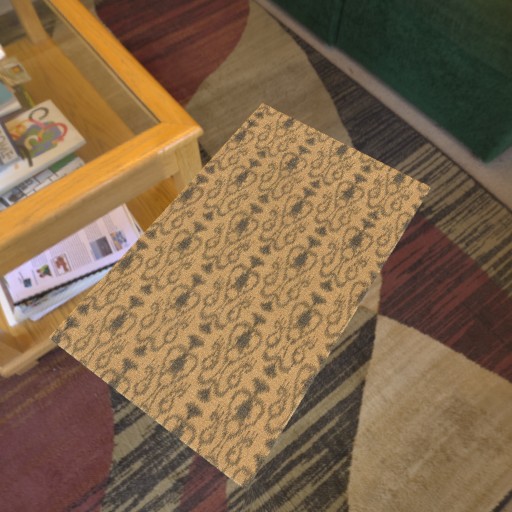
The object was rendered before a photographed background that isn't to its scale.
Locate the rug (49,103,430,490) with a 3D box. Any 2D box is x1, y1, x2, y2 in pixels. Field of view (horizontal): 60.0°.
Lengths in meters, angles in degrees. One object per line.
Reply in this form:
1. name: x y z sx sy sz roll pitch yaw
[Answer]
1. rug: 0.000 0.000 2.081 1.035 0.006 1.652 31 67 15
